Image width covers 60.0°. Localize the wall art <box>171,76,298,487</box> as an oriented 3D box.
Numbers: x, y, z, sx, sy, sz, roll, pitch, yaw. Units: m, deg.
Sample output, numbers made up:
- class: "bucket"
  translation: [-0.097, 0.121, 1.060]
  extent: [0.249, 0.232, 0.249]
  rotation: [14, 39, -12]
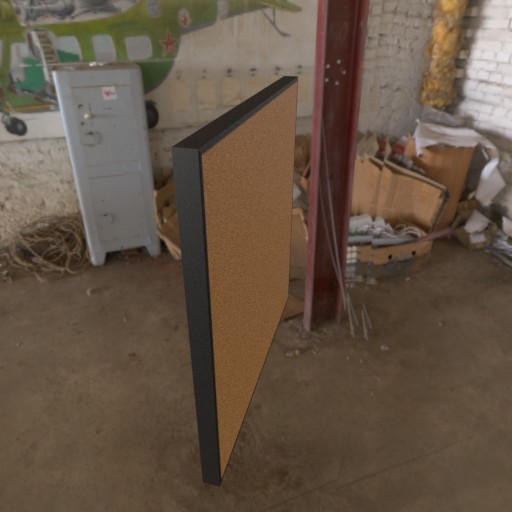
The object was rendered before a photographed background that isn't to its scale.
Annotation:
- class: "wall art"
  translation: [0.000, 0.000, 0.757]
  extent: [0.028, 0.511, 0.513]
  rotation: [8, 30, 13]
